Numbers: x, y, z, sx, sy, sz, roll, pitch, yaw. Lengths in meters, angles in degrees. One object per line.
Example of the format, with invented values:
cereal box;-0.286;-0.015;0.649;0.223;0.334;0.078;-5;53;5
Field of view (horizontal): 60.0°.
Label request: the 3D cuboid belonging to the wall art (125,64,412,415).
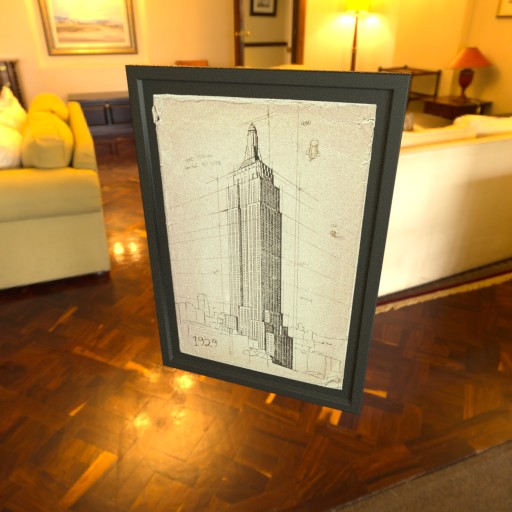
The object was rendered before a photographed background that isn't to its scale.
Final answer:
wall art;0.000;0.000;0.552;0.303;0.431;0.013;9;29;17
